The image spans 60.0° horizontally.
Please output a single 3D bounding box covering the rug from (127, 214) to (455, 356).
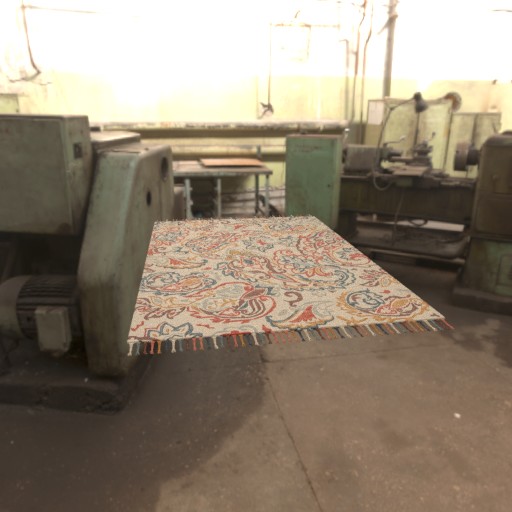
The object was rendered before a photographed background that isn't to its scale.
[{"bbox_3d":[0.000,0.000,2.509,1.218,0.010,1.997,-3,18,-9],"label":"rug"}]
